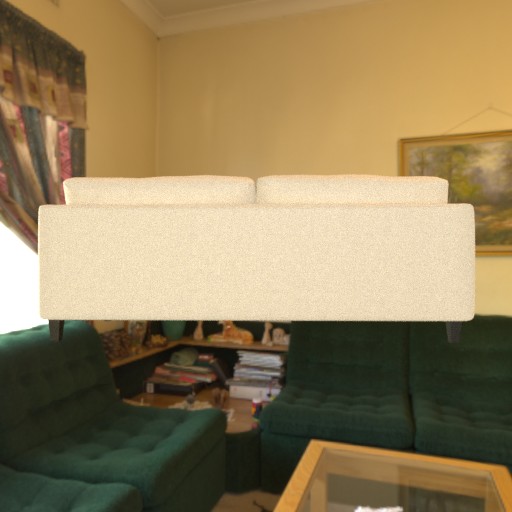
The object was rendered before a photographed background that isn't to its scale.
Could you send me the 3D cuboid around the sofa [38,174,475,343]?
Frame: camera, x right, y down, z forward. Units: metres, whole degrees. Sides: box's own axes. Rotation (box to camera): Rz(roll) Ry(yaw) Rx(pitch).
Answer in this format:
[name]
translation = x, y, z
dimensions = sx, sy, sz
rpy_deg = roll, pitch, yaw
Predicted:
[sofa]
translation = 0.000, 0.000, 2.894
dimensions = 2.434, 0.965, 0.948
rpy_deg = 0, 0, 1
